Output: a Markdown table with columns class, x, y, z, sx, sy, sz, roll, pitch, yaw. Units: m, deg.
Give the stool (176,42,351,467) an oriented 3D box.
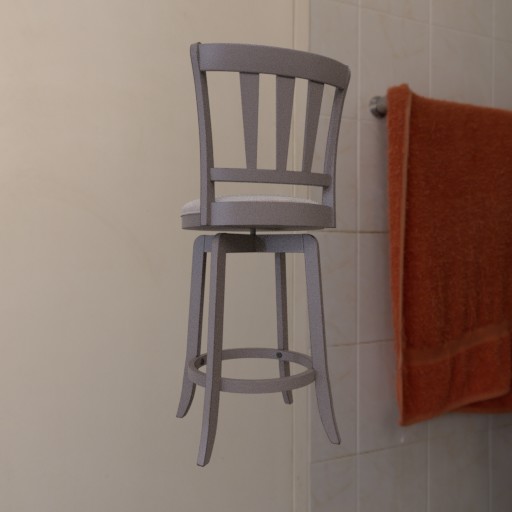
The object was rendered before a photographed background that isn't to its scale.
| class | x | y | z | sx | sy | sz | roll | pitch | yaw |
| --- | --- | --- | --- | --- | --- | --- | --- | --- | --- |
| stool | 0.000 | 0.000 | 1.275 | 0.436 | 1.023 | 0.475 | 0 | 1 | -19 |
